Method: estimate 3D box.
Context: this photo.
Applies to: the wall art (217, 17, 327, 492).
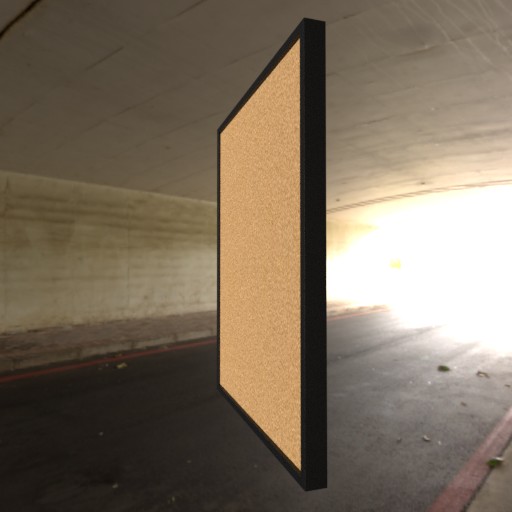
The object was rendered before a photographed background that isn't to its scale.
[{"bbox_3d":[0.000,0.000,0.743,0.029,0.559,0.457,0,-1,-18],"label":"wall art"}]
